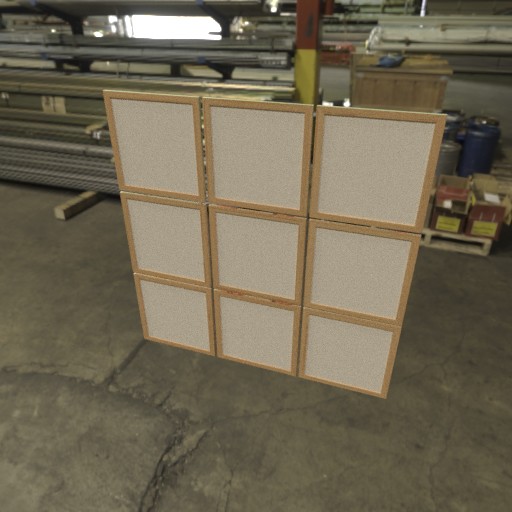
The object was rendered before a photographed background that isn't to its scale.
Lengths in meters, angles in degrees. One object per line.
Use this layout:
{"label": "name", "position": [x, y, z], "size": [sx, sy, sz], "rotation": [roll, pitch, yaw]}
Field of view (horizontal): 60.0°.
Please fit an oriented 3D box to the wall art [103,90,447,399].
{"label": "wall art", "position": [0.000, 0.000, 1.810], "size": [1.214, 1.219, 0.013], "rotation": [10, 32, 16]}
